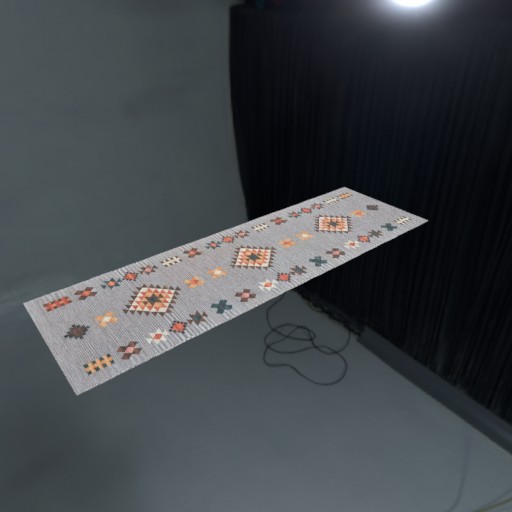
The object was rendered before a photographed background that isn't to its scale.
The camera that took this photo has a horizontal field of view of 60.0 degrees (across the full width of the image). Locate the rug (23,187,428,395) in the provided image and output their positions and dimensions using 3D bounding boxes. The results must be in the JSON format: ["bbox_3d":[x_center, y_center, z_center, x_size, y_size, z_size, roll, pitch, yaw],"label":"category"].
[{"bbox_3d":[0.000,0.000,2.656,2.432,0.008,0.766,-23,38,-32],"label":"rug"}]
